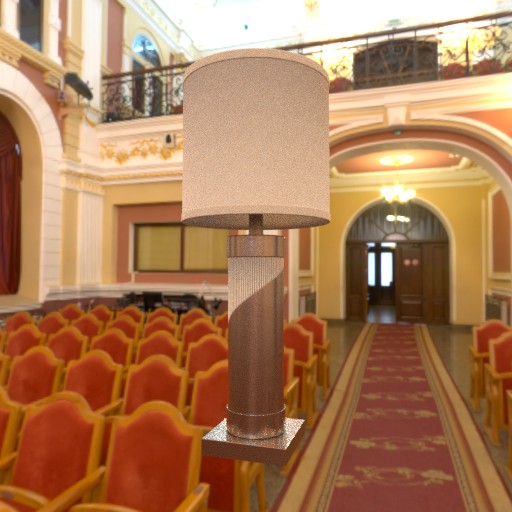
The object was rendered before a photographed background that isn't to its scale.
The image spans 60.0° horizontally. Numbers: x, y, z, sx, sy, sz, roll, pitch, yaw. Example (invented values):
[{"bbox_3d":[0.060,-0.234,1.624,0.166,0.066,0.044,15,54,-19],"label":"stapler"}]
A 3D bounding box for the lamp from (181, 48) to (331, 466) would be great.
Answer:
[{"bbox_3d":[0.000,0.000,0.609,0.202,0.509,0.202,-1,-2,18],"label":"lamp"}]
